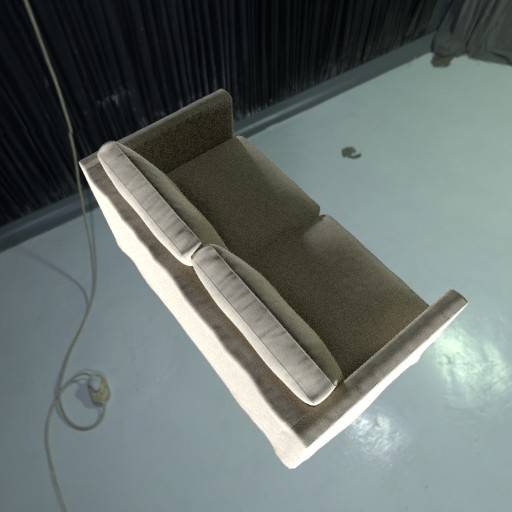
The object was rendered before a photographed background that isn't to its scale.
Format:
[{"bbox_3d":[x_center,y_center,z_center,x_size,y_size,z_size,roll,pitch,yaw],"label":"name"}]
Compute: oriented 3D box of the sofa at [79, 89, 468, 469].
[{"bbox_3d":[0.000,0.000,2.284,0.956,0.828,1.766,-34,64,-19],"label":"sofa"}]
